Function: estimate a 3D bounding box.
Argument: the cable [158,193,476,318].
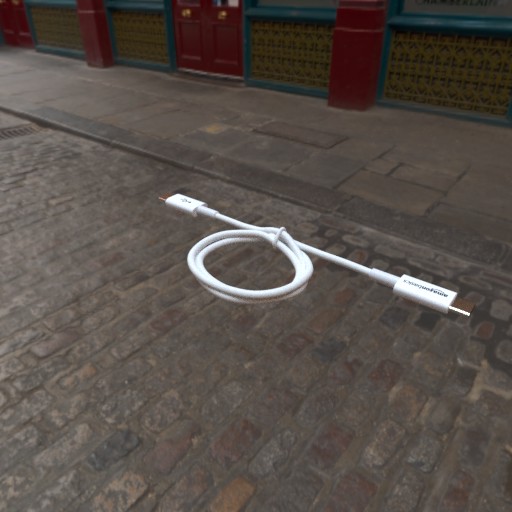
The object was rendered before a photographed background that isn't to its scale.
[{"bbox_3d":[0.000,0.000,0.231,0.203,0.014,0.070,22,37,32],"label":"cable"}]
